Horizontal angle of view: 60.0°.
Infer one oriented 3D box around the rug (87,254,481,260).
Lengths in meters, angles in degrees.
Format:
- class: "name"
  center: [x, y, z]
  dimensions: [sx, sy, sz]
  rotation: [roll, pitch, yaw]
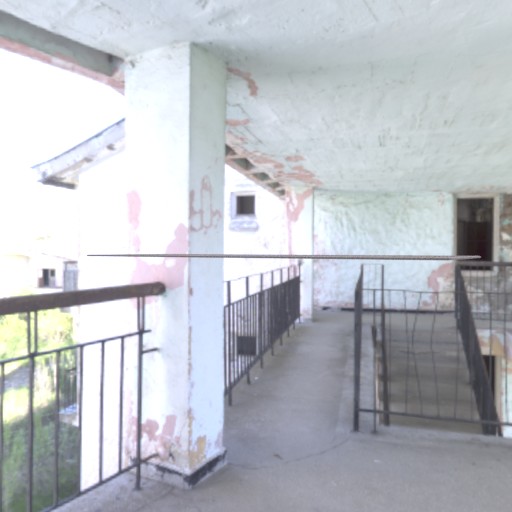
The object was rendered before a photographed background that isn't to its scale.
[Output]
- class: "rug"
  center: [0.000, 0.000, 2.785]
  dimensions: [2.448, 0.012, 0.769]
  rotation: [0, 1, 35]
